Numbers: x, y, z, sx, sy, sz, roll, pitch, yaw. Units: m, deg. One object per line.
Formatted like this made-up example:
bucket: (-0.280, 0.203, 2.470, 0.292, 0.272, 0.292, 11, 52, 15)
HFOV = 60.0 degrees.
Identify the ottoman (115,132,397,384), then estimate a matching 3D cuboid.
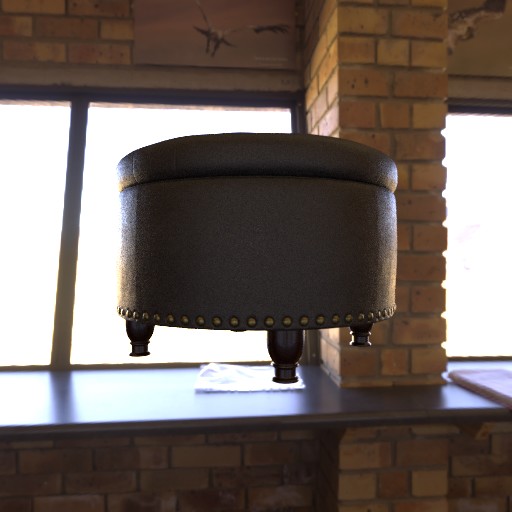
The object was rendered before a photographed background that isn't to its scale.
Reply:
ottoman: (0.000, 0.000, 1.047, 0.637, 0.442, 0.637, 0, 0, 0)
